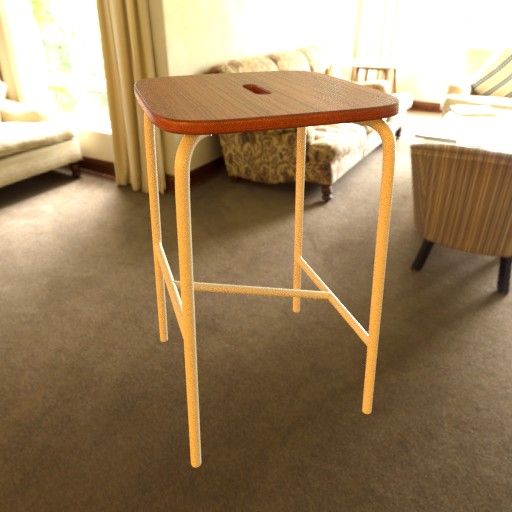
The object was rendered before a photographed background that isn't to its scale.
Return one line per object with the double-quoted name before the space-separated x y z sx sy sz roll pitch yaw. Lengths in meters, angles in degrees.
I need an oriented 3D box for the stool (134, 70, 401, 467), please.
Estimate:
"stool" 0.000 0.000 0.853 0.376 0.610 0.376 -10 32 -17
